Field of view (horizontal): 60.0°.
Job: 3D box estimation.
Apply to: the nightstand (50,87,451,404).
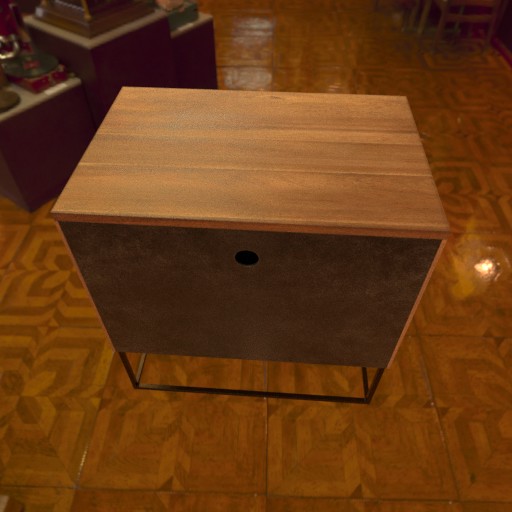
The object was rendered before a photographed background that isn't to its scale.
[{"bbox_3d":[0.000,0.000,1.034,0.605,0.611,0.427,3,47,3],"label":"nightstand"}]
